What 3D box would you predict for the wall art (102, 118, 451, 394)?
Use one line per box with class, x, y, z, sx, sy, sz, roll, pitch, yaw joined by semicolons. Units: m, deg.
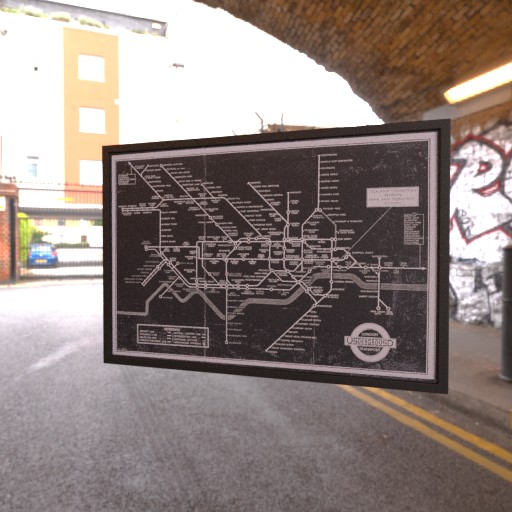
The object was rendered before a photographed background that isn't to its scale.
wall art;0.000;0.000;1.481;1.192;0.811;0.013;0;1;17
